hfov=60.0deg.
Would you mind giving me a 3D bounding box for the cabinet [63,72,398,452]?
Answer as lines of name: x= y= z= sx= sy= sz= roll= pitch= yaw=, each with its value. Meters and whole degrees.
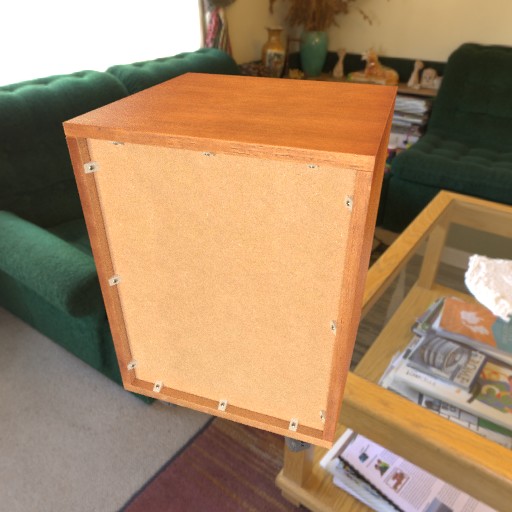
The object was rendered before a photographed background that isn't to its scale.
cabinet: x=0.000 y=0.000 z=0.850 sx=0.409 sy=0.579 sz=0.401 roll=10 pitch=34 yaw=16
